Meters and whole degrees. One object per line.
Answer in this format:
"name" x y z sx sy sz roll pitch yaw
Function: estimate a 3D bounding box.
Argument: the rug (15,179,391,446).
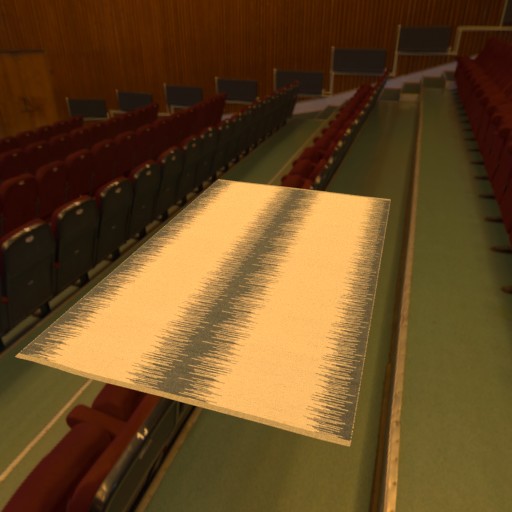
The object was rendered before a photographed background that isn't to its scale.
"rug" 0.000 0.000 2.823 1.519 0.003 2.453 9 31 16
